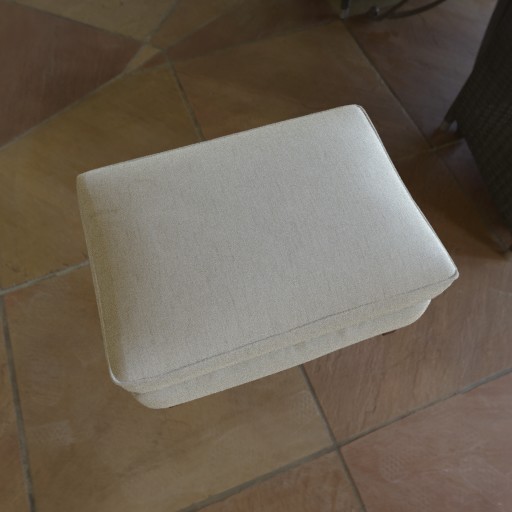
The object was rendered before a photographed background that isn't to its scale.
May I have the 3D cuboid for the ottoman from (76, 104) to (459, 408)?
[{"bbox_3d":[0.000,0.000,0.997,0.665,0.406,0.501,-16,65,-8],"label":"ottoman"}]
